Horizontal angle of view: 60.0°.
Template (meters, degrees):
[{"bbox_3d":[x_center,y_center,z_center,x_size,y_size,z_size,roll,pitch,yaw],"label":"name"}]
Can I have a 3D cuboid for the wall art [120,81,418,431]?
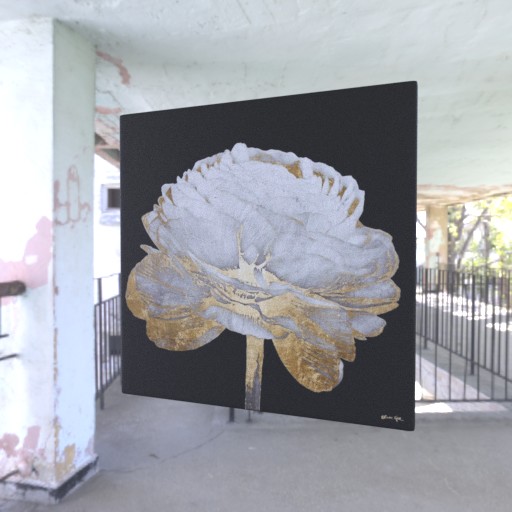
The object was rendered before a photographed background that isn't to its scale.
[{"bbox_3d":[0.000,0.000,0.597,0.406,0.407,0.041,0,1,19],"label":"wall art"}]
